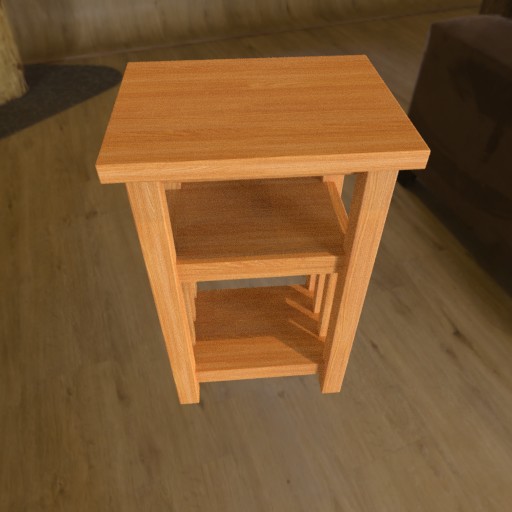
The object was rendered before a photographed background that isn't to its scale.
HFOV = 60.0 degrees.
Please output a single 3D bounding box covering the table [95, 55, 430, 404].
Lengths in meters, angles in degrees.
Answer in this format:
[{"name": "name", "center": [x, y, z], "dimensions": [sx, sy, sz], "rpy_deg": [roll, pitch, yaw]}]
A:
[{"name": "table", "center": [0.000, 0.000, 0.748], "dimensions": [0.350, 0.550, 0.270], "rpy_deg": [-3, 45, -3]}]
